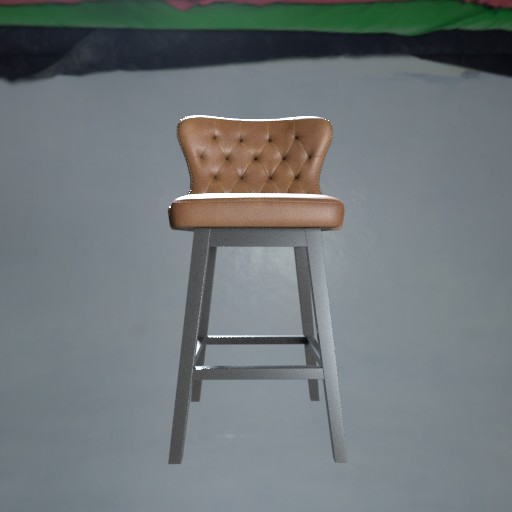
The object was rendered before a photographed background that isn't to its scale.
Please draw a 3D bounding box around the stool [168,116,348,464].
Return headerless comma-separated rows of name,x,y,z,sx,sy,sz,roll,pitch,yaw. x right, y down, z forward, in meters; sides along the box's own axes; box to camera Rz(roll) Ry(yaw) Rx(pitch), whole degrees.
stool,0.000,0.000,1.336,0.528,0.971,0.593,0,1,-1
